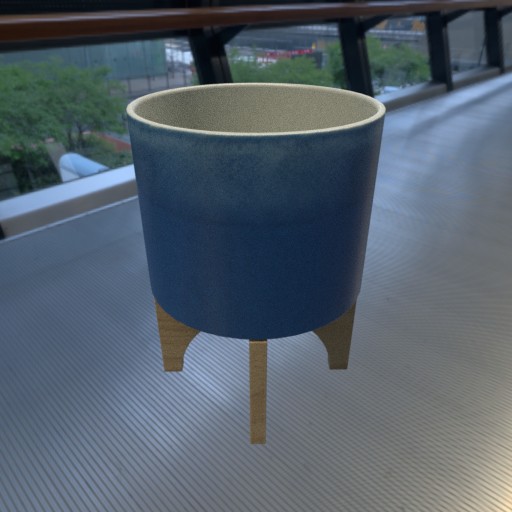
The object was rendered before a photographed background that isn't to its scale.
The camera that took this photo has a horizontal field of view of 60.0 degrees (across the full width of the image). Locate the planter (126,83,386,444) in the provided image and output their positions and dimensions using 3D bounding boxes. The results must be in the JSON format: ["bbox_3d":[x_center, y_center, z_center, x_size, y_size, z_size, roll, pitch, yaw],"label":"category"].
[{"bbox_3d":[0.000,0.000,0.550,0.261,0.367,0.261,0,30,0],"label":"planter"}]
